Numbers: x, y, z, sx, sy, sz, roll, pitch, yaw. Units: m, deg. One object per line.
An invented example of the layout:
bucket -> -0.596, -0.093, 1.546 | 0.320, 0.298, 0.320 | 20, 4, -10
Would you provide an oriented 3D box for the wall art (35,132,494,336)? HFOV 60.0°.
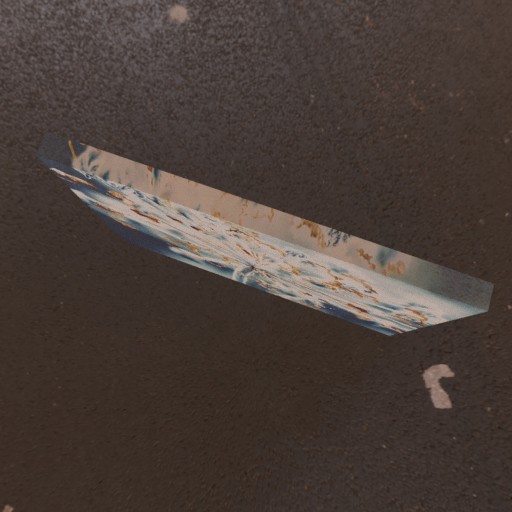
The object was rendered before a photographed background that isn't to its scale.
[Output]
wall art -> 0.000, 0.000, 0.760 | 0.607, 0.405, 0.036 | 19, 77, 5
